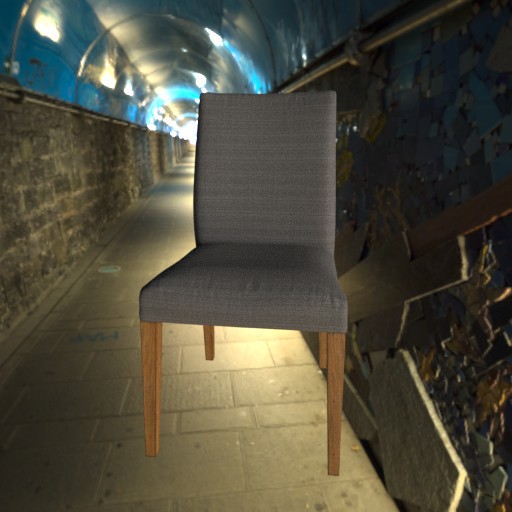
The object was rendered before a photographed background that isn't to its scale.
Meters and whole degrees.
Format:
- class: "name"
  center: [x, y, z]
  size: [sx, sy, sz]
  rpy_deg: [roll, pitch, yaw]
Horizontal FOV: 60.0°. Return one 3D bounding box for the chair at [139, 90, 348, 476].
- class: "chair"
  center: [0.000, 0.000, 1.276]
  size: [0.496, 0.940, 0.585]
  rpy_deg: [2, 15, 8]
